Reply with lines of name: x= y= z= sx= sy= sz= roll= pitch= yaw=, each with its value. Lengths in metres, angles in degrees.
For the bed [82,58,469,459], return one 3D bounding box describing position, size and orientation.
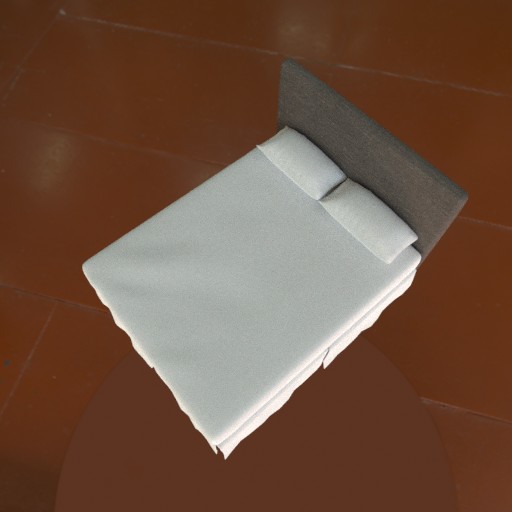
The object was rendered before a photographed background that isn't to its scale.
bed: x=0.000 y=0.000 z=3.237 sx=2.142 sy=1.330 sz=1.723 roll=-37 pitch=68 yaw=-17
